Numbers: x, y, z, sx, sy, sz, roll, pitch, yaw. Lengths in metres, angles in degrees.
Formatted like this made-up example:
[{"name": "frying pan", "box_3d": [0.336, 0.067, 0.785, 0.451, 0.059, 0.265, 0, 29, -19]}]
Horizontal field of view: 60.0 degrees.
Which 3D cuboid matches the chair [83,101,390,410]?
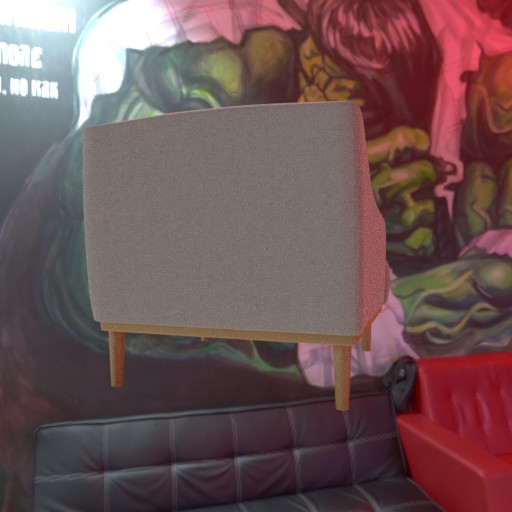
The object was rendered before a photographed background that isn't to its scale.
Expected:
[{"name": "chair", "box_3d": [0.000, 0.000, 1.641, 0.946, 0.818, 0.951, 0, 1, 17]}]
